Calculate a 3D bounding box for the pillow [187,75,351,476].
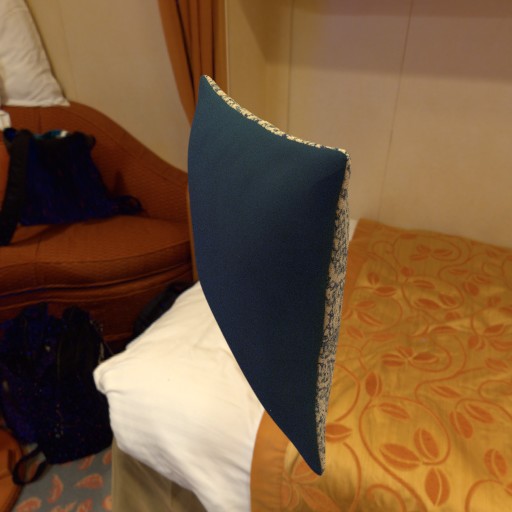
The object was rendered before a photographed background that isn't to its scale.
[{"bbox_3d":[0.000,0.000,0.758,0.166,0.510,0.523,-11,32,-18],"label":"pillow"}]
